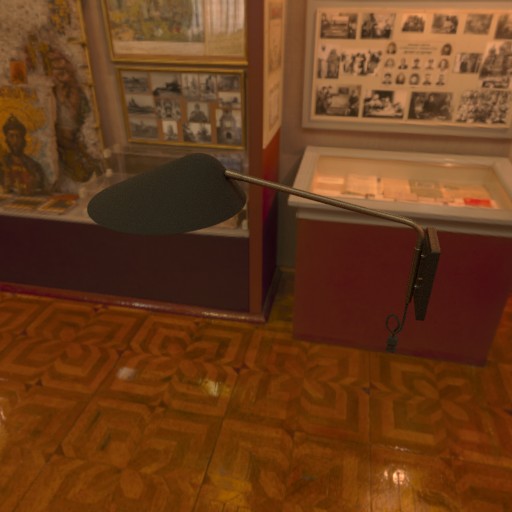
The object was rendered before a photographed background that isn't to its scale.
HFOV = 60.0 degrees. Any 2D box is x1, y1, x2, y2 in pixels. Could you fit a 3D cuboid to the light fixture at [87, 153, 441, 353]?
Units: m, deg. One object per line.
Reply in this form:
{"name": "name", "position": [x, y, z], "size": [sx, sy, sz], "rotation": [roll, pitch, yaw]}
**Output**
{"name": "light fixture", "position": [0.000, 0.000, 0.694], "size": [0.516, 0.312, 0.240], "rotation": [7, 31, 12]}
